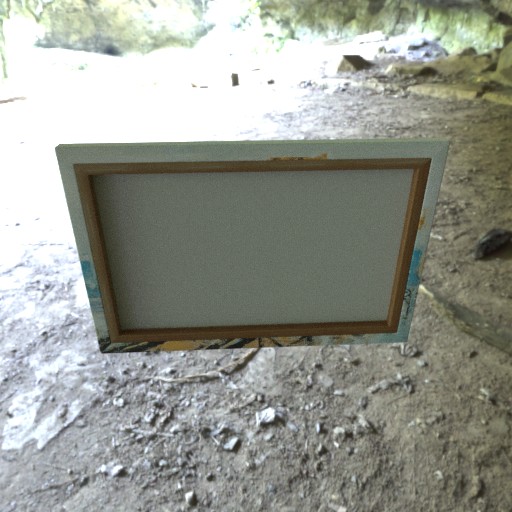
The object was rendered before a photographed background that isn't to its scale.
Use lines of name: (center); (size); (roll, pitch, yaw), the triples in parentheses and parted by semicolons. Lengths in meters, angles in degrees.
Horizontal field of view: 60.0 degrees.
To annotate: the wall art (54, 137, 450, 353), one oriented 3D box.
wall art: (0.000, 0.000, 1.183); (0.913, 0.609, 0.038); (-2, 29, -3)
